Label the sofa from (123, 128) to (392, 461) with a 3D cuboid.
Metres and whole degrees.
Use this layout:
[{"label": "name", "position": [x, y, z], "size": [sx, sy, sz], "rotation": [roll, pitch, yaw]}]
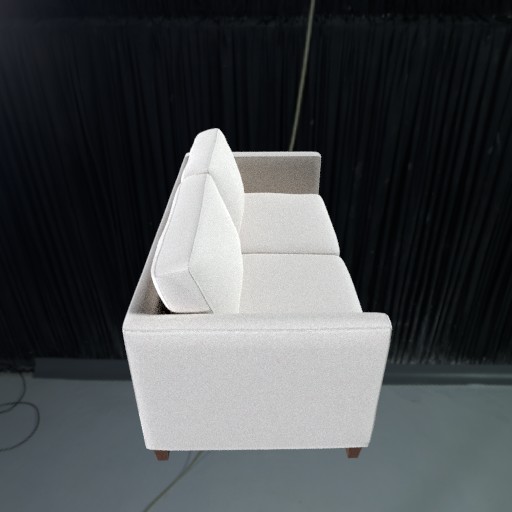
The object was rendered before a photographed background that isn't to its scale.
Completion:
[{"label": "sofa", "position": [0.000, 0.000, 2.203], "size": [0.873, 0.888, 1.722], "rotation": [0, 31, -1]}]
